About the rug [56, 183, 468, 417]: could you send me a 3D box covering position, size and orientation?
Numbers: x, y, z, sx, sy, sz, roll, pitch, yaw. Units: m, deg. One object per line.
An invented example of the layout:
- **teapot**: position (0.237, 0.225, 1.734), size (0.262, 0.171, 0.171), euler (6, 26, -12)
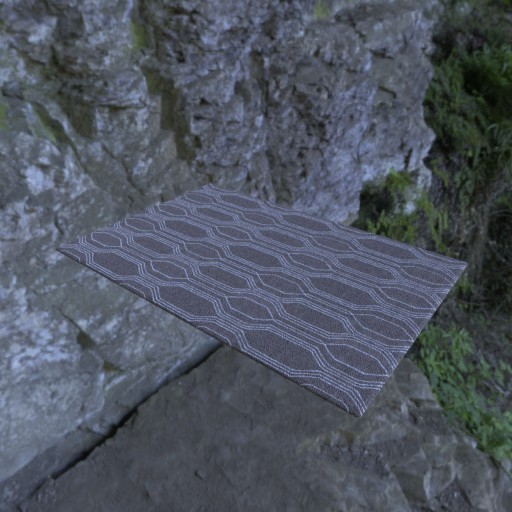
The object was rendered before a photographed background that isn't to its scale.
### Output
- **rug**: position (0.000, 0.000, 2.369), size (1.836, 0.012, 1.239), euler (22, 37, 32)
